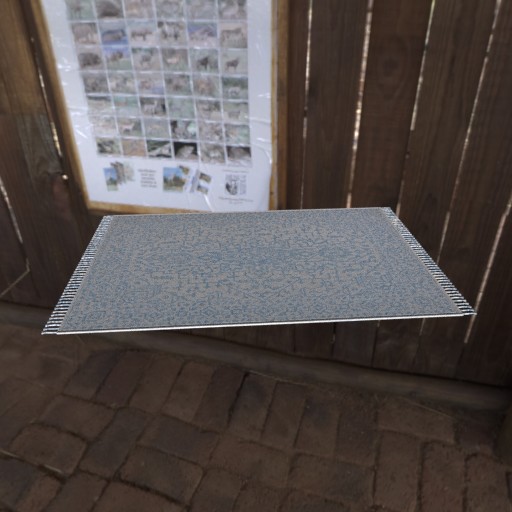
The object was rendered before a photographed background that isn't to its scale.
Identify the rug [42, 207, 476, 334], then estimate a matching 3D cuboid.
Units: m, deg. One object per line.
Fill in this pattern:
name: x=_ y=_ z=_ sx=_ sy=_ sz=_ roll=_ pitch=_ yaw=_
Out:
rug: x=0.000 y=0.000 z=3.130 sx=2.438 sy=0.010 sz=1.524 roll=-2 pitch=30 yaw=-4
